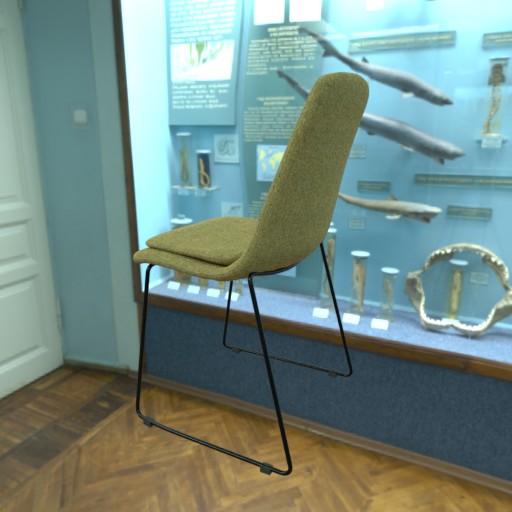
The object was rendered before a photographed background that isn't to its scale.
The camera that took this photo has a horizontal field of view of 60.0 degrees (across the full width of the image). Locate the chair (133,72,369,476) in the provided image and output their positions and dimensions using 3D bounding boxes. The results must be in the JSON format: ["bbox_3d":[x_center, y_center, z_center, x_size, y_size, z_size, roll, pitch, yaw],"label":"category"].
[{"bbox_3d":[0.000,0.000,1.145,0.496,0.849,0.479,8,17,27],"label":"chair"}]
